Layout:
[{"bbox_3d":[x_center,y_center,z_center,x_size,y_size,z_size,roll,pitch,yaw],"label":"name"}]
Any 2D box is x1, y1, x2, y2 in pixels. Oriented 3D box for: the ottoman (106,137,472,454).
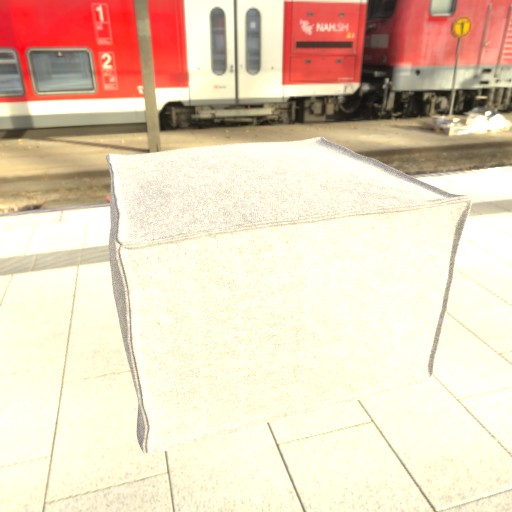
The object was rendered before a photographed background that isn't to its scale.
[{"bbox_3d":[0.000,0.000,1.133,0.707,0.470,0.696,-8,27,-17],"label":"ottoman"}]
